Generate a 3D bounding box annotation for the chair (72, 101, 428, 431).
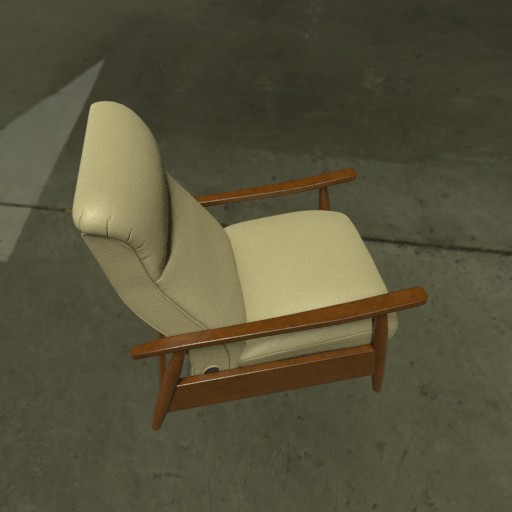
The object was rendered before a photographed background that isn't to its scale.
[{"bbox_3d":[0.000,0.000,1.699,1.014,1.082,0.762,-7,46,-7],"label":"chair"}]
